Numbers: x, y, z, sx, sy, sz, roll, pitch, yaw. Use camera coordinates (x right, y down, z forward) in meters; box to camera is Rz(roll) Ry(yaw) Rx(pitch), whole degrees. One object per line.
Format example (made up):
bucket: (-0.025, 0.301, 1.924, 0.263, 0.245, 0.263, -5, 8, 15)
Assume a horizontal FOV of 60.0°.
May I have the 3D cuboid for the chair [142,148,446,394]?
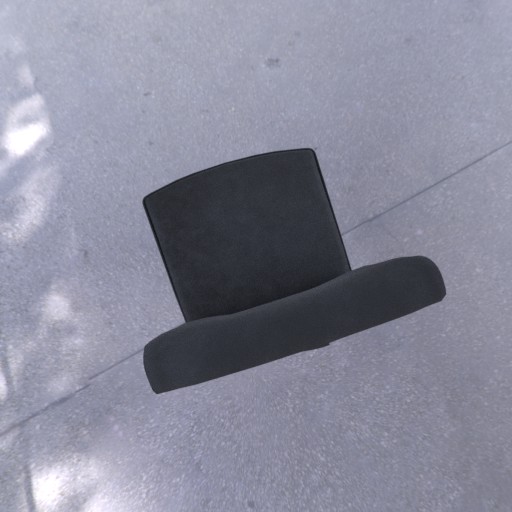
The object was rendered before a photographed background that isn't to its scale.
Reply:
chair: (0.000, 0.000, 1.169, 0.521, 0.806, 0.554, -17, 76, -4)
